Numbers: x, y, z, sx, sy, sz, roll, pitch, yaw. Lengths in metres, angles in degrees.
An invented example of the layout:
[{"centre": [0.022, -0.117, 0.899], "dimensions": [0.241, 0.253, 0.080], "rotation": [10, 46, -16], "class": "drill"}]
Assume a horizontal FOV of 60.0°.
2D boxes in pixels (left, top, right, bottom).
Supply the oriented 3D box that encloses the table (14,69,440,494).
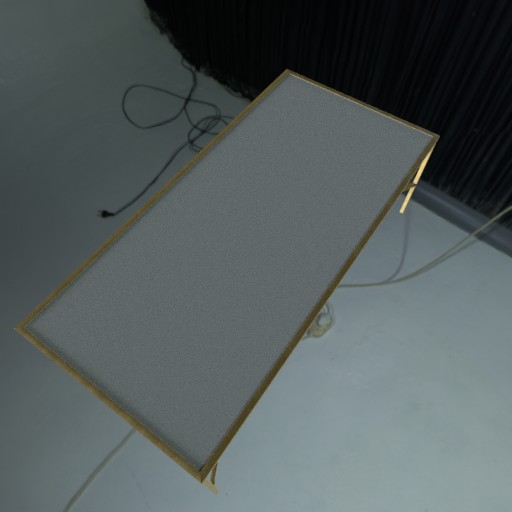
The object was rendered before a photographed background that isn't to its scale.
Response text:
[{"centre": [0.000, 0.000, 1.410], "dimensions": [0.580, 0.398, 1.206], "rotation": [31, 64, 17], "class": "table"}]
